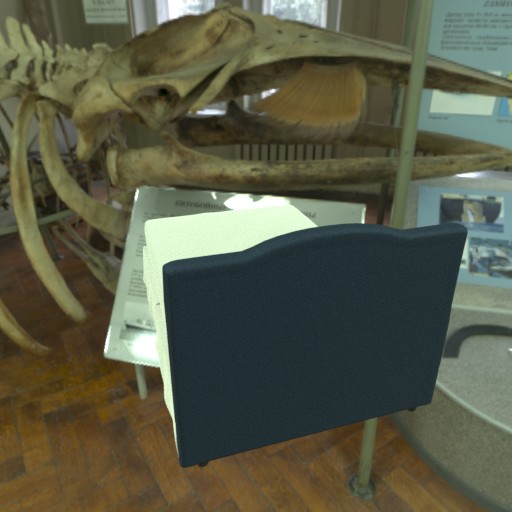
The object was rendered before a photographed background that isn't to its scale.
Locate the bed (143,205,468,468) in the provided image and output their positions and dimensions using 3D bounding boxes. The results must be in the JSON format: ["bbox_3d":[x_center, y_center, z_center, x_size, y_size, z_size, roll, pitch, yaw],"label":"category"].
[{"bbox_3d":[0.000,0.000,3.565,1.741,1.441,2.507,-8,27,-16],"label":"bed"}]
